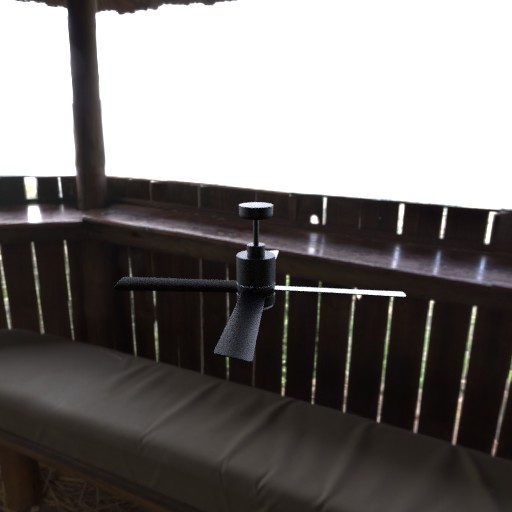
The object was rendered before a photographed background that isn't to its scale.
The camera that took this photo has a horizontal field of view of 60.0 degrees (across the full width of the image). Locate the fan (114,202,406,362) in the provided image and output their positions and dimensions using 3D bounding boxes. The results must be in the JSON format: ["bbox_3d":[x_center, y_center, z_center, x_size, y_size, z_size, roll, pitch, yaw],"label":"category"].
[{"bbox_3d":[0.000,0.000,2.302,1.525,0.534,1.525,2,16,7],"label":"fan"}]
